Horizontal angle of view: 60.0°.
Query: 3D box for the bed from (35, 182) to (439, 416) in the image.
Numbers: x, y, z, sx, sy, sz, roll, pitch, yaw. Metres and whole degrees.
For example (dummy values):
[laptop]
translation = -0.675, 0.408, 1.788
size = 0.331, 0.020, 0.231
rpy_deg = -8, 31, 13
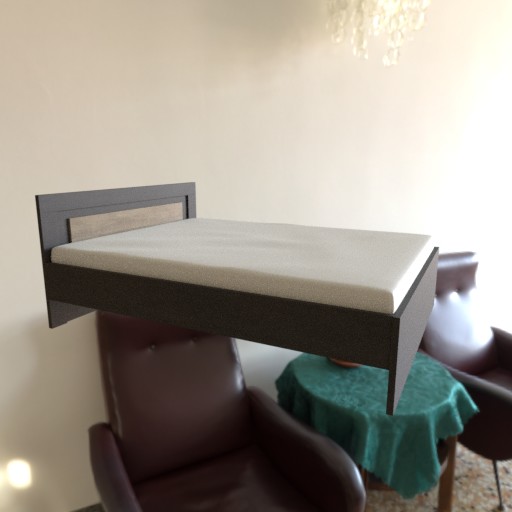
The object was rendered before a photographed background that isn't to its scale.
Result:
[bed]
translation = 0.000, 0.000, 2.879
size = 2.073, 0.823, 1.585
rpy_deg = 6, 14, 26
